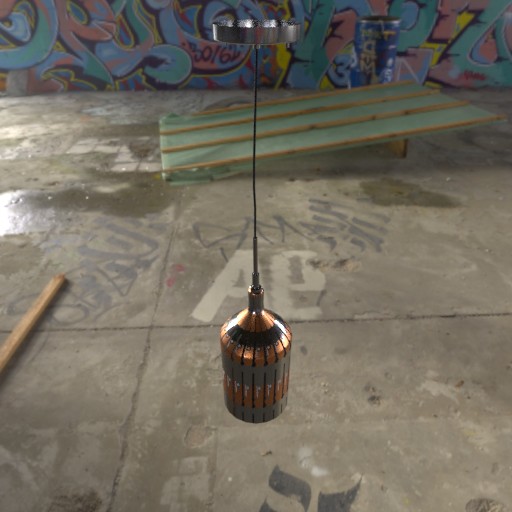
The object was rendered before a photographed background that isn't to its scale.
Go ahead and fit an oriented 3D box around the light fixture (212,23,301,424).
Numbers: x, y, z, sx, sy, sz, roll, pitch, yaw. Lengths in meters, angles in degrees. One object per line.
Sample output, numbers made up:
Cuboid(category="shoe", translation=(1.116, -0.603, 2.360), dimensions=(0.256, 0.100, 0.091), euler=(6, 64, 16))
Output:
Cuboid(category="light fixture", translation=(0.000, 0.000, 1.644), dimensions=(0.303, 1.535, 0.303), euler=(0, 32, 0))
